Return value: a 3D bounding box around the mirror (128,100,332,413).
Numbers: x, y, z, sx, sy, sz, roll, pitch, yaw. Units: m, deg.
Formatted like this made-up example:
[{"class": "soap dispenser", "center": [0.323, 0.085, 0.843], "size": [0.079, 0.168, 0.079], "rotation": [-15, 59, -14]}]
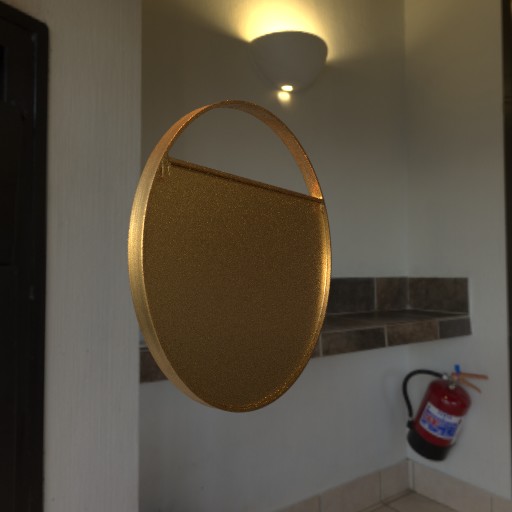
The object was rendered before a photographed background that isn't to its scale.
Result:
[{"class": "mirror", "center": [0.000, 0.000, 0.842], "size": [0.032, 0.565, 0.565], "rotation": [-1, -3, 37]}]
